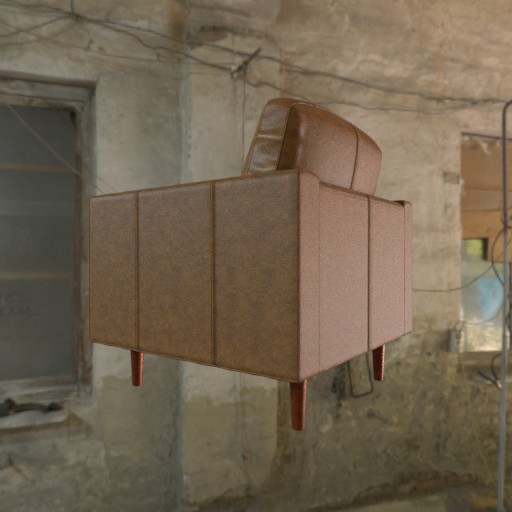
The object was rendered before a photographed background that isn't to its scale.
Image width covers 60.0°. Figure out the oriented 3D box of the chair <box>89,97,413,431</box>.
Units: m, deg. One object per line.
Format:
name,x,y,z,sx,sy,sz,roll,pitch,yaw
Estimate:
chair,0.000,0.000,1.687,0.909,0.956,0.890,0,0,36
